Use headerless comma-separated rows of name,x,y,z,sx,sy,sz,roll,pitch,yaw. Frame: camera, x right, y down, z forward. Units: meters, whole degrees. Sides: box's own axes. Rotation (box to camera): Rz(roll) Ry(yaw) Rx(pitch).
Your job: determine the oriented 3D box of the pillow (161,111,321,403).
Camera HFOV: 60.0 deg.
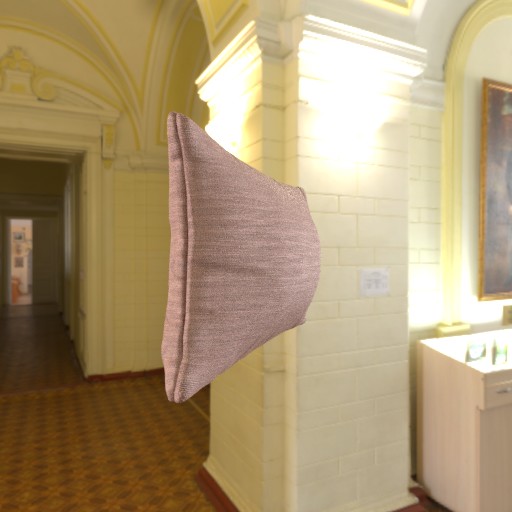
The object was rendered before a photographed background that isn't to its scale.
pillow,0.000,0.000,0.806,0.210,0.338,0.633,0,0,19
